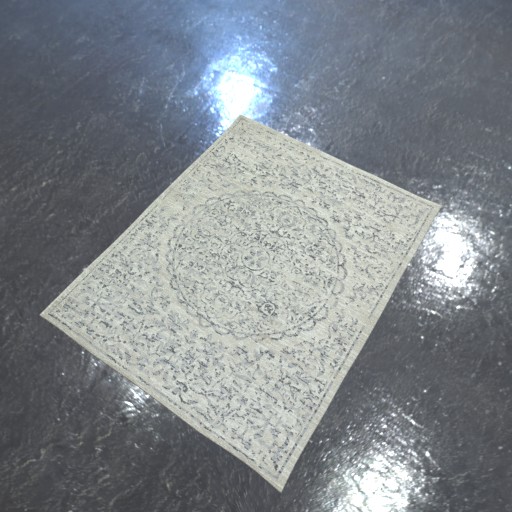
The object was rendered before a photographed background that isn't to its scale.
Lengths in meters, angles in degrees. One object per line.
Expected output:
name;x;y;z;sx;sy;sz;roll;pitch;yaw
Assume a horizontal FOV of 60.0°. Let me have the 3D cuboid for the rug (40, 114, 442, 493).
rug;0.000;0.000;3.943;2.343;0.026;2.925;29;63;17
